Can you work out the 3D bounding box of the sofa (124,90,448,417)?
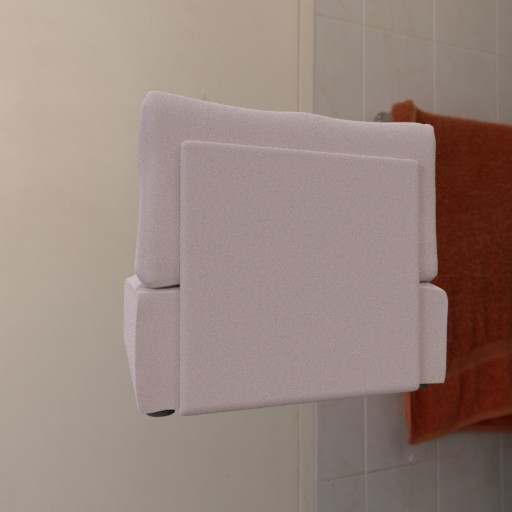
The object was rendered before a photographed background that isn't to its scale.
[{"bbox_3d":[0.000,0.000,1.676,0.935,0.828,1.000,0,-1,-18],"label":"sofa"}]
